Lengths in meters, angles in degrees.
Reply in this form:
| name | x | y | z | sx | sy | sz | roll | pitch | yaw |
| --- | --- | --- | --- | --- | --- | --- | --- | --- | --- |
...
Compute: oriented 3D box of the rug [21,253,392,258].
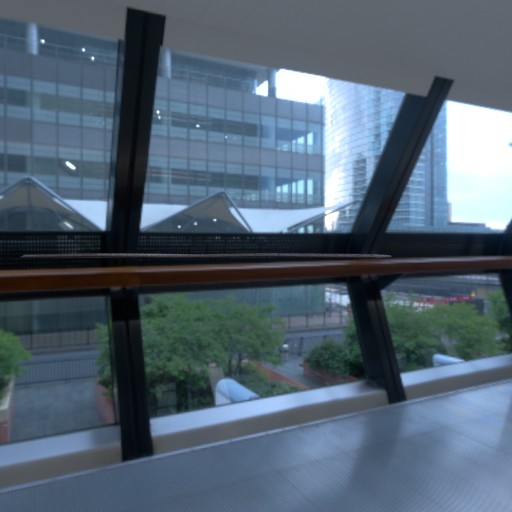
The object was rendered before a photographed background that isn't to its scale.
| name | x | y | z | sx | sy | sz | roll | pitch | yaw |
| --- | --- | --- | --- | --- | --- | --- | --- | --- | --- |
| rug | 0.000 | 0.000 | 4.763 | 2.716 | 0.035 | 3.612 | 0 | 0 | 18 |
